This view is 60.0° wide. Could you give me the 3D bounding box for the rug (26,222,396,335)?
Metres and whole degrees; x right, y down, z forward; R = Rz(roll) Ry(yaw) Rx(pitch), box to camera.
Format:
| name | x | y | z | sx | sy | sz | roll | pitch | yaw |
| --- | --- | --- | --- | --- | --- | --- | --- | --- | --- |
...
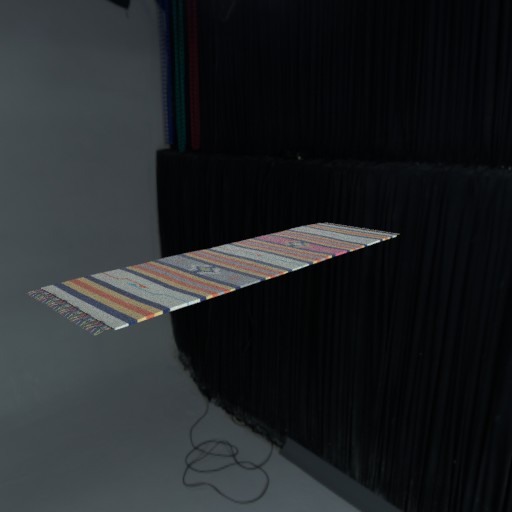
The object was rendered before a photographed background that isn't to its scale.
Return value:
| name | x | y | z | sx | sy | sz | roll | pitch | yaw |
| --- | --- | --- | --- | --- | --- | --- | --- | --- | --- |
| rug | 0.000 | 0.000 | 2.724 | 0.695 | 0.017 | 2.455 | 14 | 20 | 42 |
